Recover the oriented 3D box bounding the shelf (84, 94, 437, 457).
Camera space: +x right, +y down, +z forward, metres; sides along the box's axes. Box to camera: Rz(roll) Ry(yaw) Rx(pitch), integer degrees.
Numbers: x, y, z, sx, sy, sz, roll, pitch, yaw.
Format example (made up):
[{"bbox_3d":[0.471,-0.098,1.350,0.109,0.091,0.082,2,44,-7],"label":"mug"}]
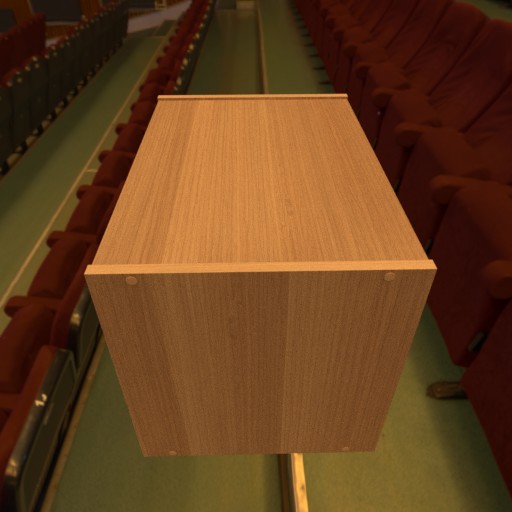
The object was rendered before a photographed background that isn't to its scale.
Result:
[{"bbox_3d":[0.000,0.000,0.620,0.290,0.305,0.415,-1,39,-1],"label":"shelf"}]
